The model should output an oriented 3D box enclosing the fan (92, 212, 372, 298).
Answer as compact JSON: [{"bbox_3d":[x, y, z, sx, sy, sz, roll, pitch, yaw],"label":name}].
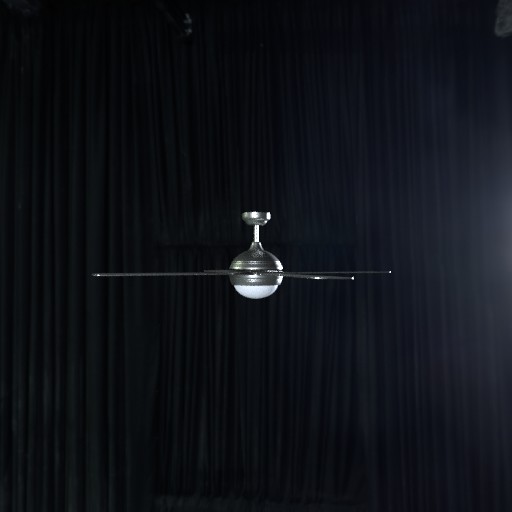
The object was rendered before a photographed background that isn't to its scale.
[{"bbox_3d":[0.000,0.000,1.995,1.321,0.381,1.321,0,-1,0],"label":"fan"}]
